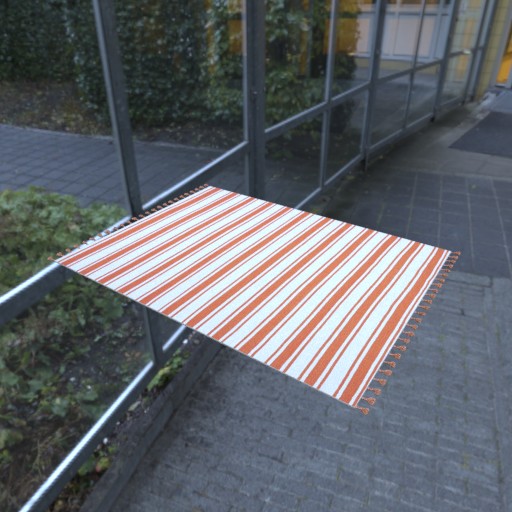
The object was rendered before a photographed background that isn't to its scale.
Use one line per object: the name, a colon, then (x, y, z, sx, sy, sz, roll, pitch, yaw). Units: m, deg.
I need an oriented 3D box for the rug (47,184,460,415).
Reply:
rug: (0.000, 0.000, 4.443, 3.369, 0.035, 2.451, 19, 35, 29)
